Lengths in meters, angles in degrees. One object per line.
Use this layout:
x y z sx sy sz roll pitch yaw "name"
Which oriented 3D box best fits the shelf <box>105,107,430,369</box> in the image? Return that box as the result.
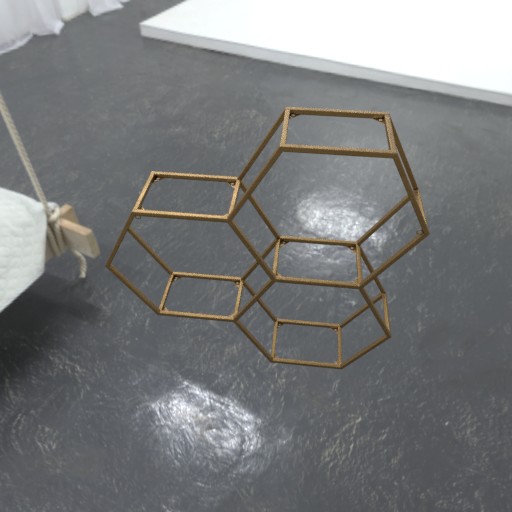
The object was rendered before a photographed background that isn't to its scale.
0.000 0.000 1.080 0.708 0.701 0.150 5 45 5 "shelf"
